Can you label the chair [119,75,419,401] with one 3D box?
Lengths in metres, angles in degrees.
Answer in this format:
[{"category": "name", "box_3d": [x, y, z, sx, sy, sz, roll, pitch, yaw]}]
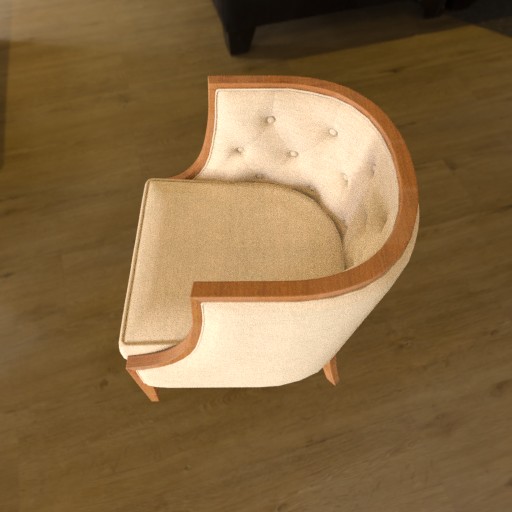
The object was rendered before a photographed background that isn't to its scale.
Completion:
[{"category": "chair", "box_3d": [0.000, 0.000, 1.358, 0.757, 0.775, 0.711, 0, 58, 0]}]
